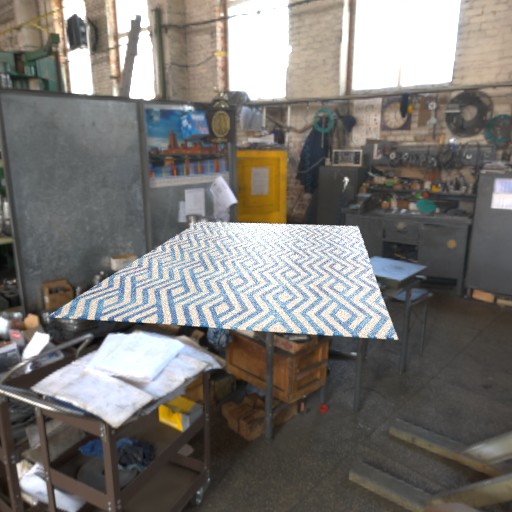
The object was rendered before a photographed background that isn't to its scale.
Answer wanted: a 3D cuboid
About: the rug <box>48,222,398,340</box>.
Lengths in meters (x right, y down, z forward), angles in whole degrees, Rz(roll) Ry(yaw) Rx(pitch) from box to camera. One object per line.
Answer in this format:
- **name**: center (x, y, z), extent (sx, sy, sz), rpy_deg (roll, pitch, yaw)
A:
- **rug**: center (0.000, 0.000, 3.049), extent (1.531, 0.008, 2.439), rpy_deg (2, 15, 9)
